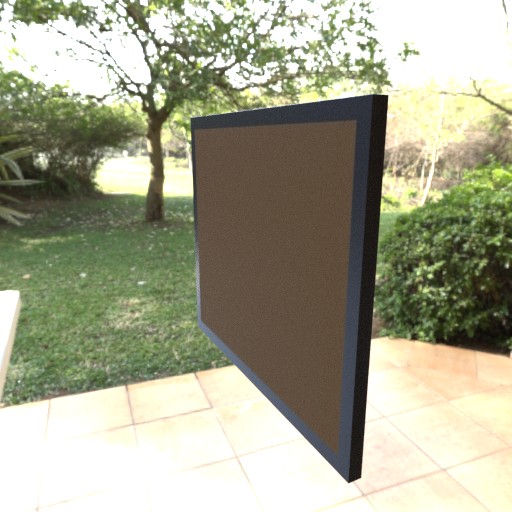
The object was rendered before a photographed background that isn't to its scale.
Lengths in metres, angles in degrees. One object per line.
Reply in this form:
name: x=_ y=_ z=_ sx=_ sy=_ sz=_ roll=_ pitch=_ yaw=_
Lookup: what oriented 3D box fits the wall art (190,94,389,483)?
wall art: x=0.000 y=0.000 z=0.891 sx=0.026 sy=0.558 sz=0.660 roll=-7 pitch=16 yaw=-26
